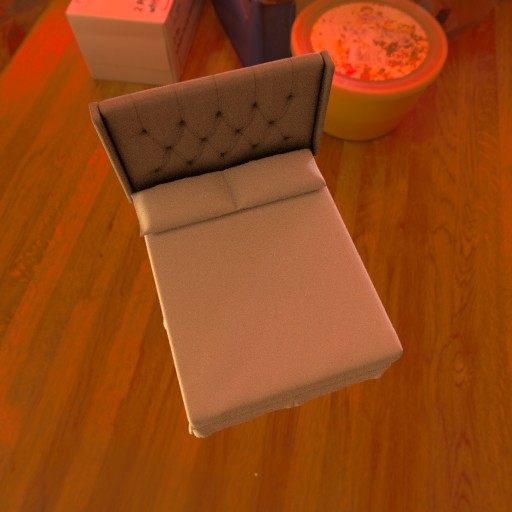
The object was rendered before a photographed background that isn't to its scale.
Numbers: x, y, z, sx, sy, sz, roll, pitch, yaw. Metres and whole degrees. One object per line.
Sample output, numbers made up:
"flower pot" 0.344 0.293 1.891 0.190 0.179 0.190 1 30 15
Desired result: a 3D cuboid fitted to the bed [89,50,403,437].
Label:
"bed" 0.000 0.000 3.334 1.719 1.665 2.066 -16 65 -8
